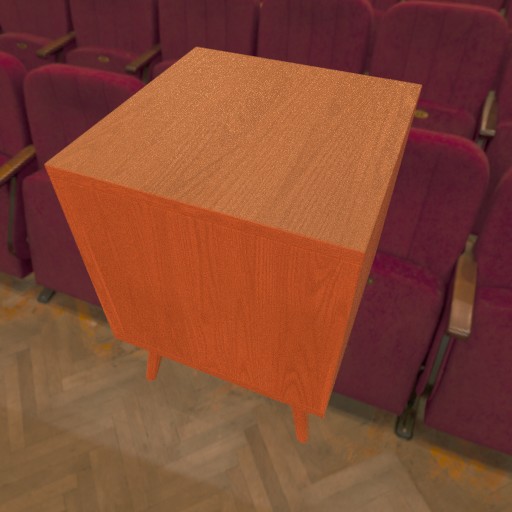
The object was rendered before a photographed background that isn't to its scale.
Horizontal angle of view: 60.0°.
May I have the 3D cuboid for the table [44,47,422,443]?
[{"bbox_3d":[0.000,0.000,0.818,0.400,0.550,0.400,17,48,15],"label":"table"}]
